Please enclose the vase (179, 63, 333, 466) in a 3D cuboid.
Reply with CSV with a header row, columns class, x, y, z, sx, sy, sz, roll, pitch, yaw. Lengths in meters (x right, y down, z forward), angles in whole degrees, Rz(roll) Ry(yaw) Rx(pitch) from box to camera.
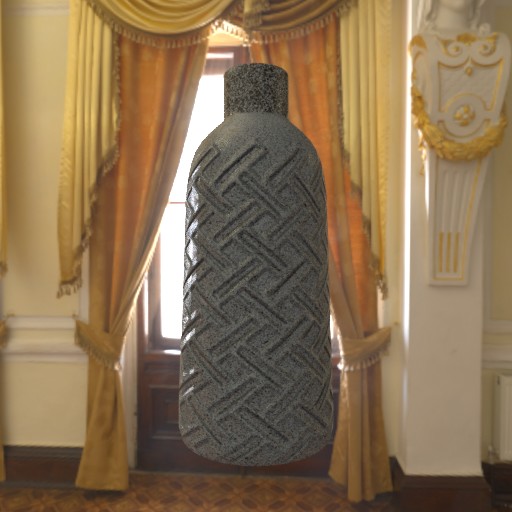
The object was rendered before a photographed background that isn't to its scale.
class,x,y,z,sx,sy,sz,roll,pitch,yaw
vase,0.000,0.000,0.351,0.122,0.282,0.122,0,1,0
